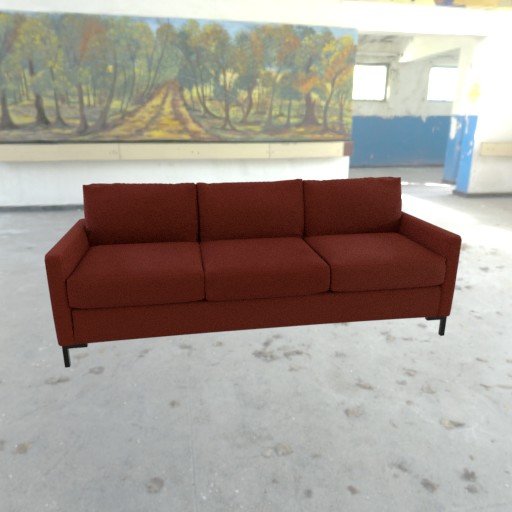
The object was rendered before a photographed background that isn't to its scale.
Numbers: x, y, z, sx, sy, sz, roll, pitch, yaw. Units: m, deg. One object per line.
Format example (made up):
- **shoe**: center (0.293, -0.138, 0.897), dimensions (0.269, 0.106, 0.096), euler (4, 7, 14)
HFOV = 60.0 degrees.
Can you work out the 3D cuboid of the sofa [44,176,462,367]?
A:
- **sofa**: center (0.000, 0.000, 2.752), dimensions (2.252, 0.879, 0.875), euler (-3, 18, -9)
